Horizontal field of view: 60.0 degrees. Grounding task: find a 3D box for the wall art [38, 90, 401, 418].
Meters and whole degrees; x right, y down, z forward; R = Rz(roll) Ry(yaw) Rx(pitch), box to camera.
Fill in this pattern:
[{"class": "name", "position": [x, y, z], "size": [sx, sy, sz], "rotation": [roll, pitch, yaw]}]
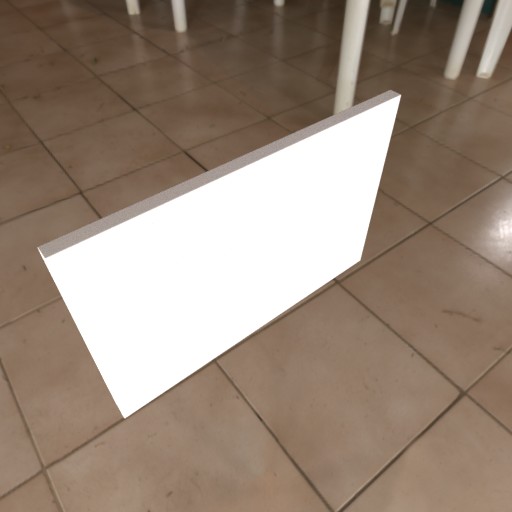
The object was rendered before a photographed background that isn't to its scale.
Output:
[{"class": "wall art", "position": [0.000, 0.000, 1.133], "size": [0.898, 0.601, 0.038], "rotation": [-30, 53, -26]}]
